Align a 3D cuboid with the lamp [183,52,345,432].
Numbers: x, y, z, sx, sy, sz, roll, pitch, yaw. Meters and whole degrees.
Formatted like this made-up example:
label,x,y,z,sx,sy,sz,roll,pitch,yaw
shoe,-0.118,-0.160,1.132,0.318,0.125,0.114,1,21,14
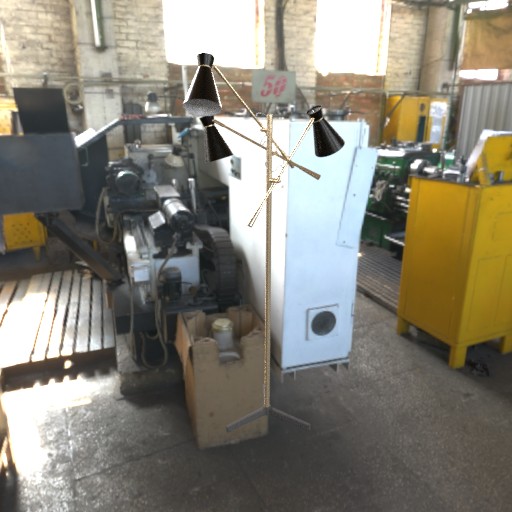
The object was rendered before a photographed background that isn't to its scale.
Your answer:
label,x,y,z,sx,sy,sz,roll,pitch,yaw
lamp,0.000,0.000,2.197,0.653,1.804,0.750,9,20,27
